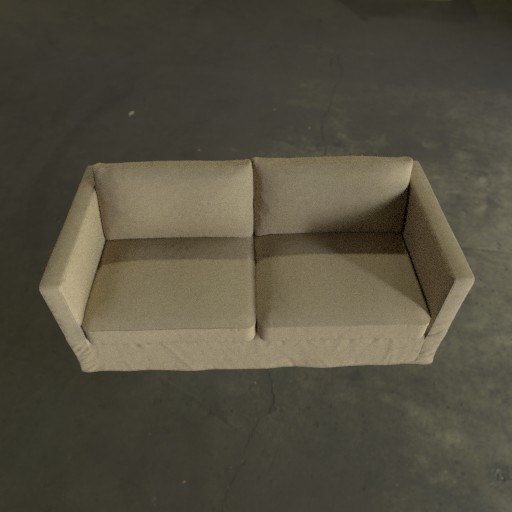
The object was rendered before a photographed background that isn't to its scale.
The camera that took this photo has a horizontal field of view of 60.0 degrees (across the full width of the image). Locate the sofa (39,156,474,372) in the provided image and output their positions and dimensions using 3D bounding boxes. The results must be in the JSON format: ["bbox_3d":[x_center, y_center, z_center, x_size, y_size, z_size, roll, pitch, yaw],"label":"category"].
[{"bbox_3d":[0.000,0.000,2.450,1.959,0.835,0.962,-1,47,-1],"label":"sofa"}]
